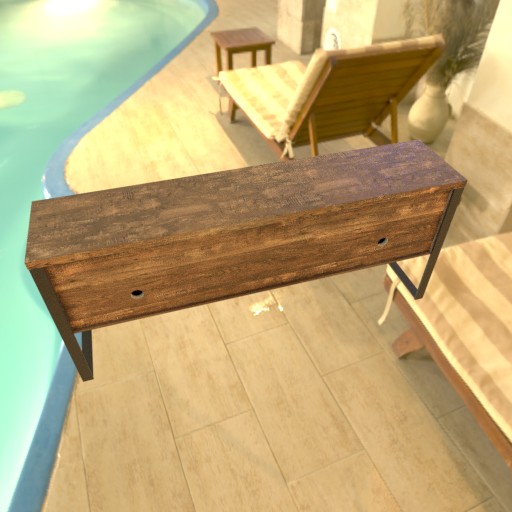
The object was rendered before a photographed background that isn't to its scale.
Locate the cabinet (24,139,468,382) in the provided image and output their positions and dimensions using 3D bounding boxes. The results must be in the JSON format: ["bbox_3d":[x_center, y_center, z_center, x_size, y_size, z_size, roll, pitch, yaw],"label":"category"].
[{"bbox_3d":[0.000,0.000,2.127,1.800,0.762,0.395,-12,44,-12],"label":"cabinet"}]
